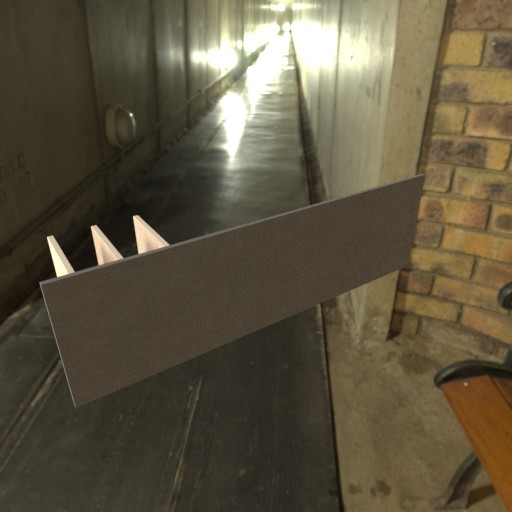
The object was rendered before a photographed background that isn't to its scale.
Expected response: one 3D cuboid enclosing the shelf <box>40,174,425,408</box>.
[{"bbox_3d":[0.000,0.000,1.151,1.020,0.300,0.200,-18,34,-29],"label":"shelf"}]
